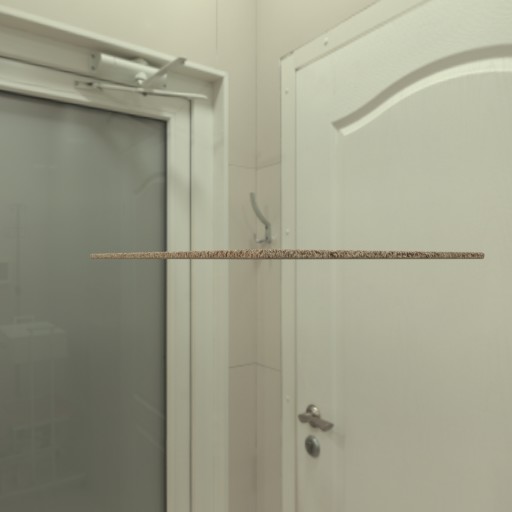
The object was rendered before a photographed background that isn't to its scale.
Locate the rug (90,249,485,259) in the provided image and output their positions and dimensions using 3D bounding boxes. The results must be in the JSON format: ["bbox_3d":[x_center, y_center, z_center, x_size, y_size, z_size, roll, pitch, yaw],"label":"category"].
[{"bbox_3d":[0.000,0.000,2.320,1.219,0.030,1.778,0,0,-35],"label":"rug"}]
